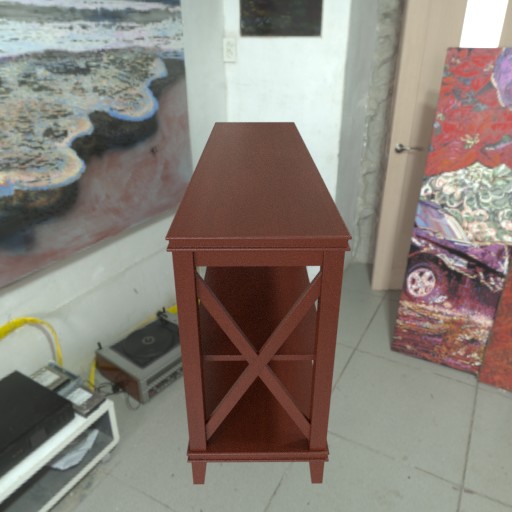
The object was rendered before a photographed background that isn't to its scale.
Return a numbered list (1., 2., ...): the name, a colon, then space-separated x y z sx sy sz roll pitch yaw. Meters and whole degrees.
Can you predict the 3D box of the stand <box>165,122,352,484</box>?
1. stand: 0.000 0.000 1.684 0.381 0.762 1.372 0 26 0
